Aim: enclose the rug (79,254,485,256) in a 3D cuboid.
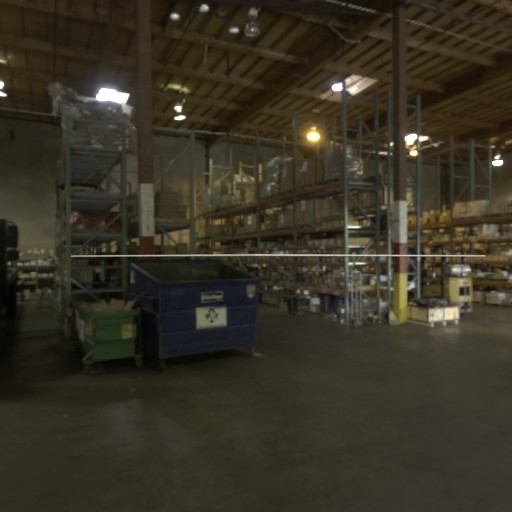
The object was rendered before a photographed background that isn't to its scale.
[{"bbox_3d":[0.000,0.000,4.093,2.421,0.008,3.045,0,0,-38],"label":"rug"}]
